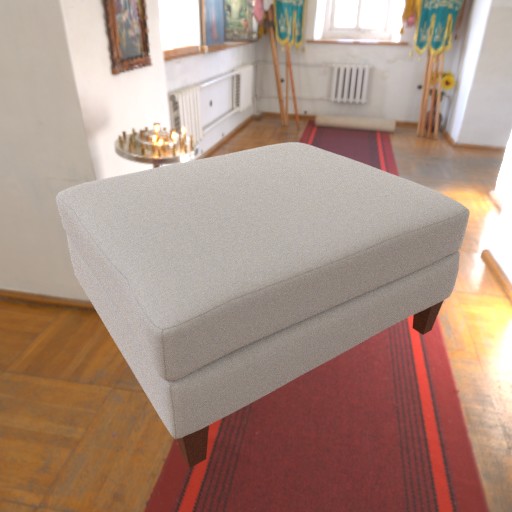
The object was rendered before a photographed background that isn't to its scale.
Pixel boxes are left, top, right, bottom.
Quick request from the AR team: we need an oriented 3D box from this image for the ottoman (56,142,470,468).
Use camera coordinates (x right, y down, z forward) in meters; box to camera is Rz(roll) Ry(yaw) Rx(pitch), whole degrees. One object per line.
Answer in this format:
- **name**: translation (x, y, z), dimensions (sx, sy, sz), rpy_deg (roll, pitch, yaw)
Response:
- **ottoman**: translation (0.000, 0.000, 1.408), dimensions (0.976, 0.492, 0.836), rpy_deg (-19, 35, -29)
